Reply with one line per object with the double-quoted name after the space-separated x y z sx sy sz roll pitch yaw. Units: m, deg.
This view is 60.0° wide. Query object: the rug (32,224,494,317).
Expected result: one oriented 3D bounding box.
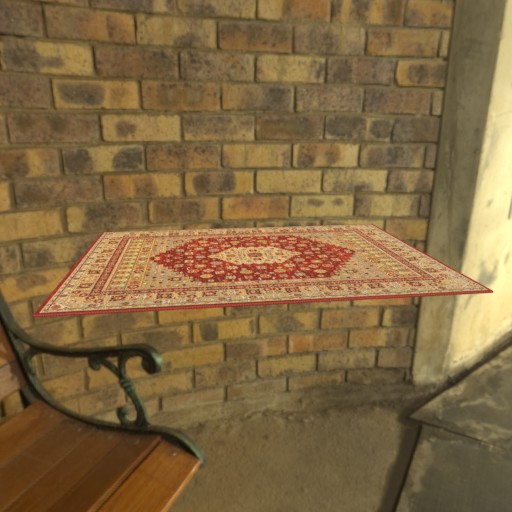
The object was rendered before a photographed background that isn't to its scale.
0.000 0.000 2.856 2.211 0.013 1.593 -2 17 -7 "rug"
